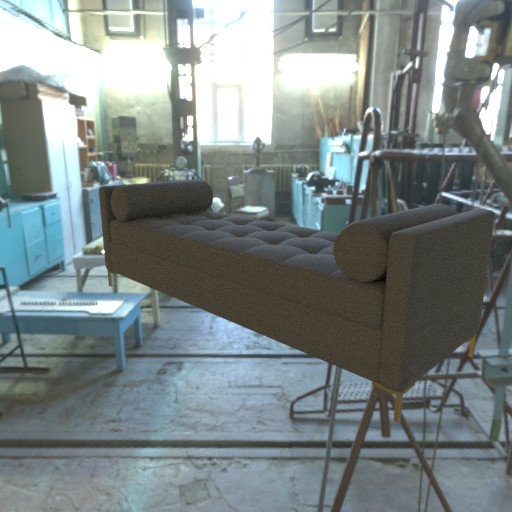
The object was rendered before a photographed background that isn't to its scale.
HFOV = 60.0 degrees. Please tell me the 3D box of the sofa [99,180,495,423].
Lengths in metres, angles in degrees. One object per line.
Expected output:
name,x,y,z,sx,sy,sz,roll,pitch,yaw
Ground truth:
sofa,0.000,0.000,2.252,0.686,0.635,1.981,-14,20,-43
